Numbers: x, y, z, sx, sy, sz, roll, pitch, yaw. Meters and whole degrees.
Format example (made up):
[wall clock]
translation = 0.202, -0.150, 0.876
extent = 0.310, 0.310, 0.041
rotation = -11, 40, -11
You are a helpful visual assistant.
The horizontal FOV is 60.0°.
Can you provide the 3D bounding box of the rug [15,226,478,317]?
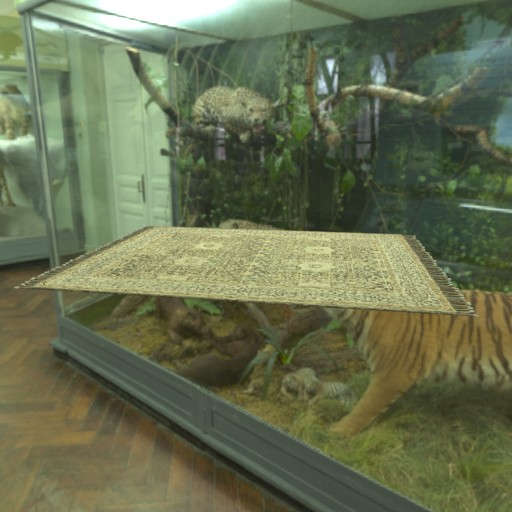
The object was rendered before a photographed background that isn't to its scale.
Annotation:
[rug]
translation = 0.000, 0.000, 4.206
extent = 3.291, 0.017, 2.431
rotation = 3, 15, 9
